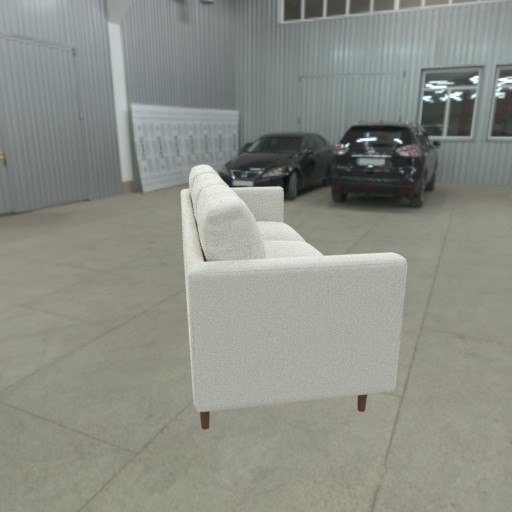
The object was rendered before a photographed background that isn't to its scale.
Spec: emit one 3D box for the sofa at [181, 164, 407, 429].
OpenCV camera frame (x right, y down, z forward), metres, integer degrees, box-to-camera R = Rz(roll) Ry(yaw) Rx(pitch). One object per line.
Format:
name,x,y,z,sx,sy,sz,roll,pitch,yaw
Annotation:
sofa,0.000,0.000,2.521,0.802,0.912,2.029,-3,16,-10
